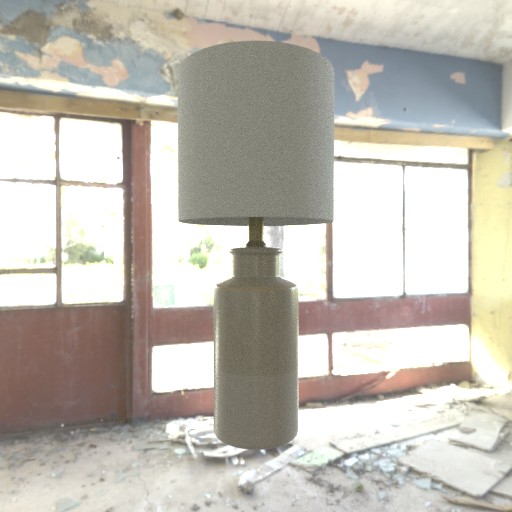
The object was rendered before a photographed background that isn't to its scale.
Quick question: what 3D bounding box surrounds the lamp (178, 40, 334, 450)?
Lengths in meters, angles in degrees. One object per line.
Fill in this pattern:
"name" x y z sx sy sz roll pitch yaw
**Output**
"lamp" 0.000 0.000 0.612 0.212 0.493 0.212 0 1 18
